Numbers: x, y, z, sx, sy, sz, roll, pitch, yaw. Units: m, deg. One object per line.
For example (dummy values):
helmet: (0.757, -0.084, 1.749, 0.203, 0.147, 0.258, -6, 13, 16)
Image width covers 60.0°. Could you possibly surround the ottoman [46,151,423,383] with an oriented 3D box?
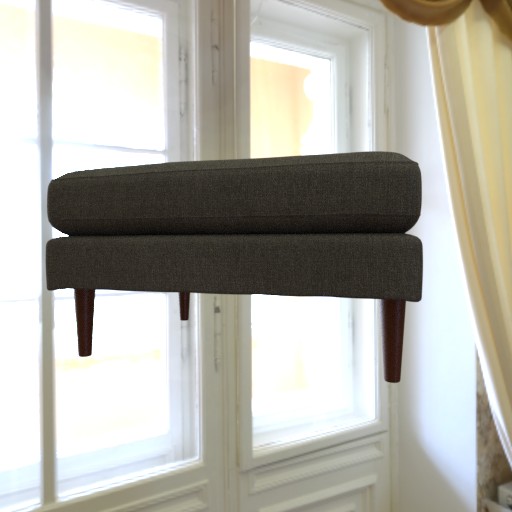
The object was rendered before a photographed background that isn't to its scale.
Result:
ottoman: (0.000, 0.000, 1.224, 0.821, 0.474, 0.693, 0, 1, 17)
